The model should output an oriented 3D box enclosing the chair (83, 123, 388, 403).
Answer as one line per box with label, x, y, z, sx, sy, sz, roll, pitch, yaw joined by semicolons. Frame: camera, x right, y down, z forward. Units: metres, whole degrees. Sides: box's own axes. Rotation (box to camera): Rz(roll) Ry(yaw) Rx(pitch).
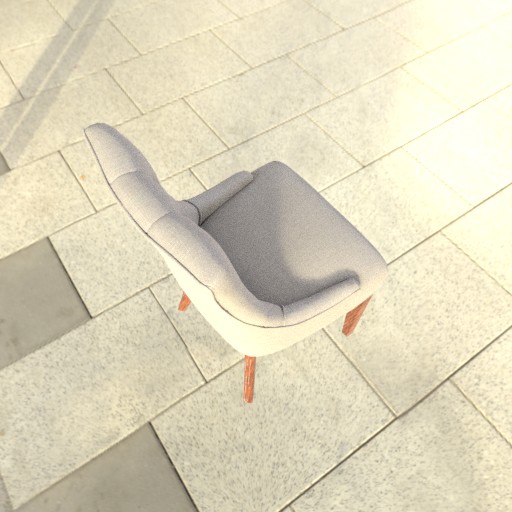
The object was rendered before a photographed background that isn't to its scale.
chair;0.000;0.000;1.198;0.565;0.874;0.509;-32;64;-18
